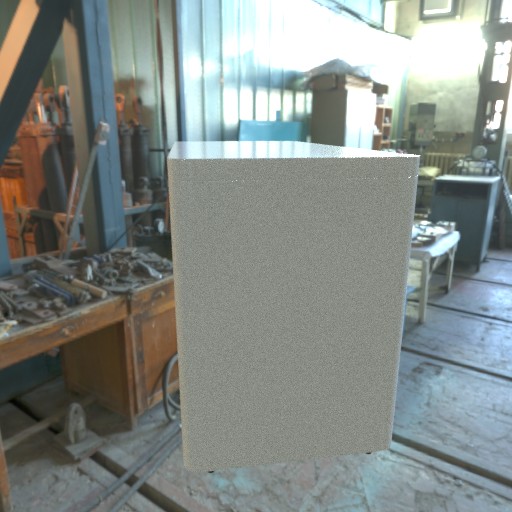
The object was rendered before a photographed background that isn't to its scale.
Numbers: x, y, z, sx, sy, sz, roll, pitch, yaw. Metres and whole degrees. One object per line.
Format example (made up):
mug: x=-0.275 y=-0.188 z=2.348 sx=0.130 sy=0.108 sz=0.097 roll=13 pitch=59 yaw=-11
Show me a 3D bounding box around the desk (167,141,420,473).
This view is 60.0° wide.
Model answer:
desk: x=0.000 y=0.000 z=1.581 sx=0.550 sy=0.760 sz=1.200 roll=-3 pitch=16 yaw=-9
